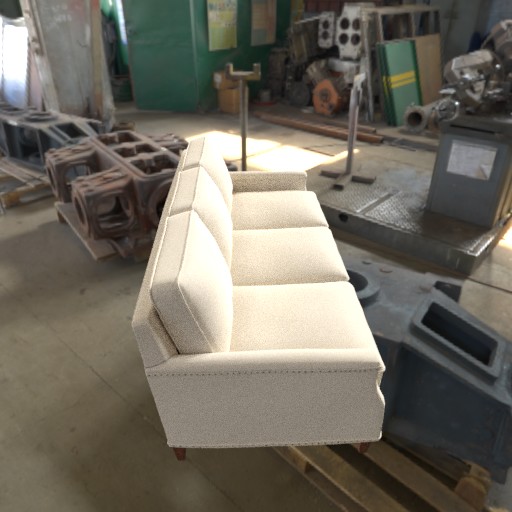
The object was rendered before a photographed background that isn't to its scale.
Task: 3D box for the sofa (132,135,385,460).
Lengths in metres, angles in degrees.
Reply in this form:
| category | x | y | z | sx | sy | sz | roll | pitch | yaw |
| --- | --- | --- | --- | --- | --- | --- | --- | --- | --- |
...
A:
| category | x | y | z | sx | sy | sz | roll | pitch | yaw |
| --- | --- | --- | --- | --- | --- | --- | --- | --- | --- |
| sofa | 0.000 | 0.000 | 2.815 | 1.084 | 1.003 | 2.246 | -1 | 31 | -2 |
